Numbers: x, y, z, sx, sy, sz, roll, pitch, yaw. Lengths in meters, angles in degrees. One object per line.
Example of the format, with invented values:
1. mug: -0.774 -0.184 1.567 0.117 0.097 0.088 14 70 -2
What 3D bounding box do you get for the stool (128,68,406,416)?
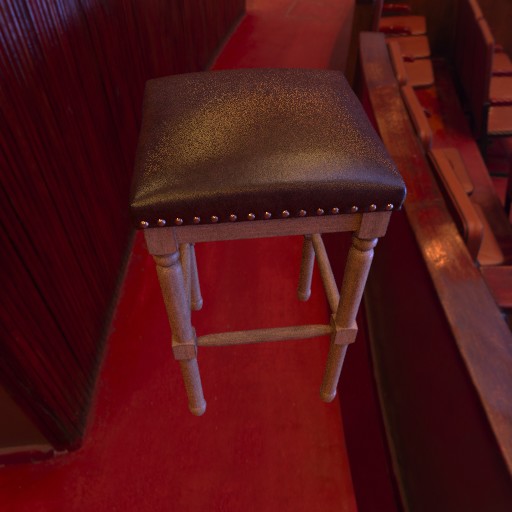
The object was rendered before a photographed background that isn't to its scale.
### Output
1. stool: 0.000 0.000 0.936 0.383 0.702 0.382 -4 46 -4
